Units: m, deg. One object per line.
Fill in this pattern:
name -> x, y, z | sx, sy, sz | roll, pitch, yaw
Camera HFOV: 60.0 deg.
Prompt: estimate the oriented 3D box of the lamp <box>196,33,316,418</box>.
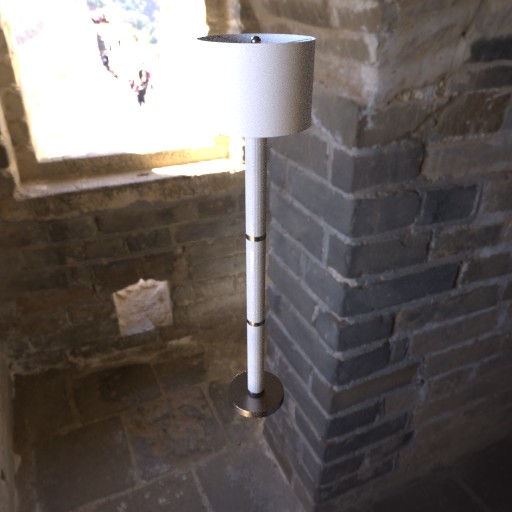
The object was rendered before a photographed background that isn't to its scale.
lamp -> 0.000, 0.000, 1.793 | 0.377, 1.599, 0.377 | 8, 31, 14
